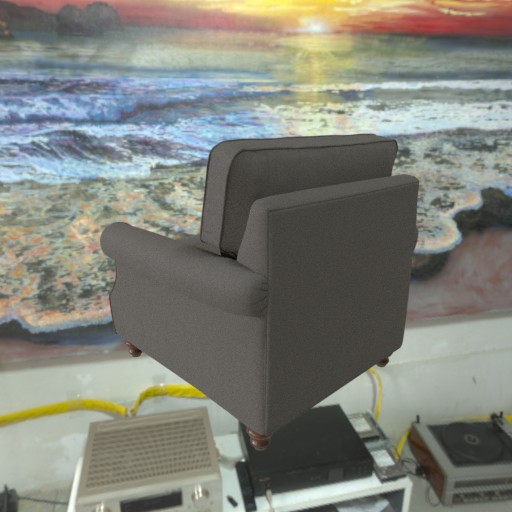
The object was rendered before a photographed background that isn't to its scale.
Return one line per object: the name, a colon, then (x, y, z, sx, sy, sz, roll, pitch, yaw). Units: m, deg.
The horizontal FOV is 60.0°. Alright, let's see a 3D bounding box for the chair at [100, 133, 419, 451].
chair: (0.000, 0.000, 1.815, 1.029, 0.967, 0.966, -16, 23, -41)
